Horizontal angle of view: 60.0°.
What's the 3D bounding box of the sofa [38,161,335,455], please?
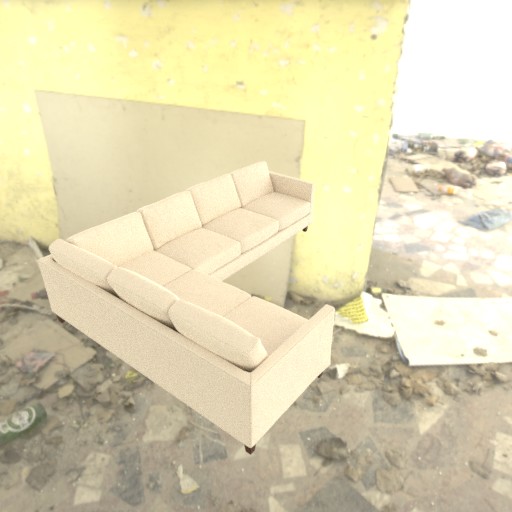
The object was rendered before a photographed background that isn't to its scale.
[{"bbox_3d":[0.000,0.000,4.444,2.432,0.863,3.182,21,36,32],"label":"sofa"}]
